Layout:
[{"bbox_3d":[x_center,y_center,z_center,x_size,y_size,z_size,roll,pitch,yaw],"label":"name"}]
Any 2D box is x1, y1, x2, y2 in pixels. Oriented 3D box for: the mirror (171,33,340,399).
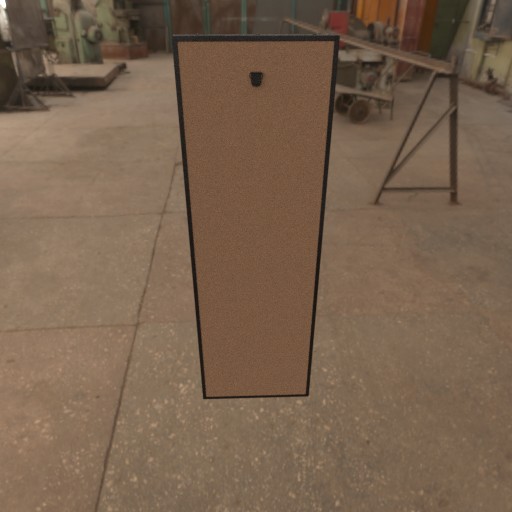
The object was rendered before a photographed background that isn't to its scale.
[{"bbox_3d":[0.000,0.000,1.202,0.354,1.080,0.042,-1,31,-2],"label":"mirror"}]
